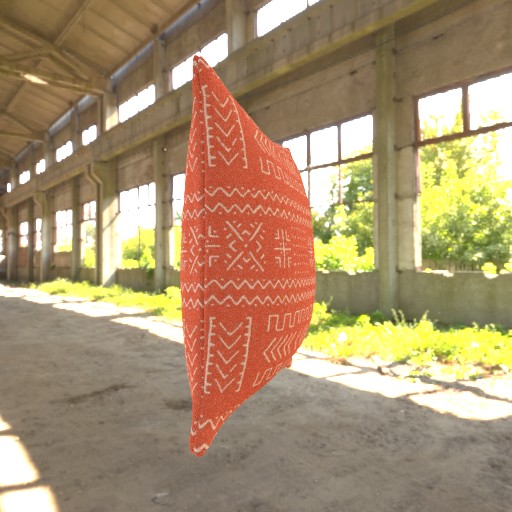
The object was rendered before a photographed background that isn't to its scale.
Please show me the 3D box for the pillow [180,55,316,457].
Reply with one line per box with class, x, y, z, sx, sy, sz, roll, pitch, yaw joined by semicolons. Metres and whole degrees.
pillow;0.000;0.000;0.663;0.164;0.429;0.438;0;-1;17
